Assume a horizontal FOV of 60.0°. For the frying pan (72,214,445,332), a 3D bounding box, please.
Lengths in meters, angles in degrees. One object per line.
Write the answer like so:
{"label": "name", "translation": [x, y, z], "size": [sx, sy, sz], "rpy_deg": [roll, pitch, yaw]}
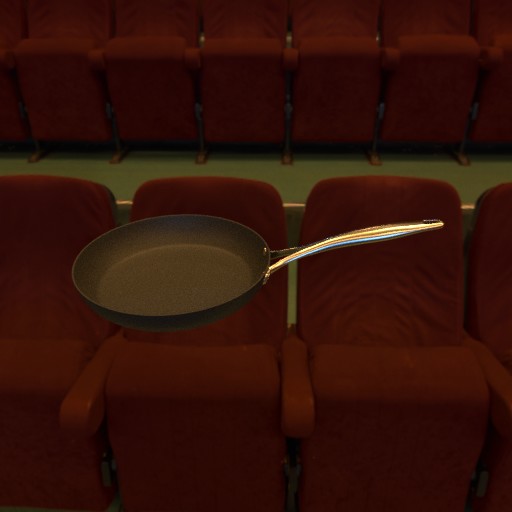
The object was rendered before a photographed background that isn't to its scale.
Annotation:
{"label": "frying pan", "translation": [0.000, 0.000, 0.583], "size": [0.472, 0.105, 0.255], "rpy_deg": [1, 31, 2]}
